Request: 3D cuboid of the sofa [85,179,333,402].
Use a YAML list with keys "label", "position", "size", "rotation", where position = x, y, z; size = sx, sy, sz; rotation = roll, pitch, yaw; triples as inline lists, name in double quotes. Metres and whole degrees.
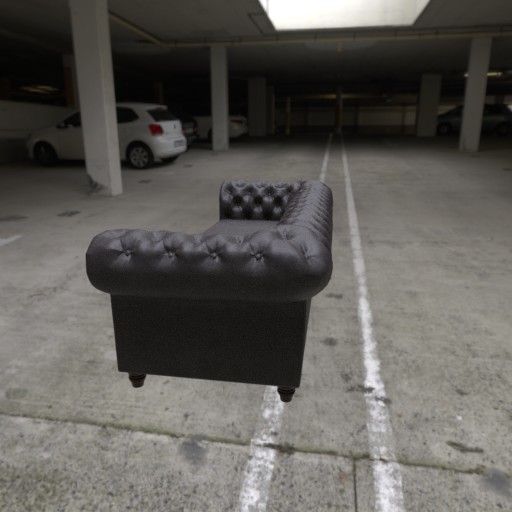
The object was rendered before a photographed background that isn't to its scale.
- label: "sofa"
  position: [0.000, 0.000, 2.807]
  size: [0.944, 0.783, 2.385]
  rotation: [3, 15, 9]
